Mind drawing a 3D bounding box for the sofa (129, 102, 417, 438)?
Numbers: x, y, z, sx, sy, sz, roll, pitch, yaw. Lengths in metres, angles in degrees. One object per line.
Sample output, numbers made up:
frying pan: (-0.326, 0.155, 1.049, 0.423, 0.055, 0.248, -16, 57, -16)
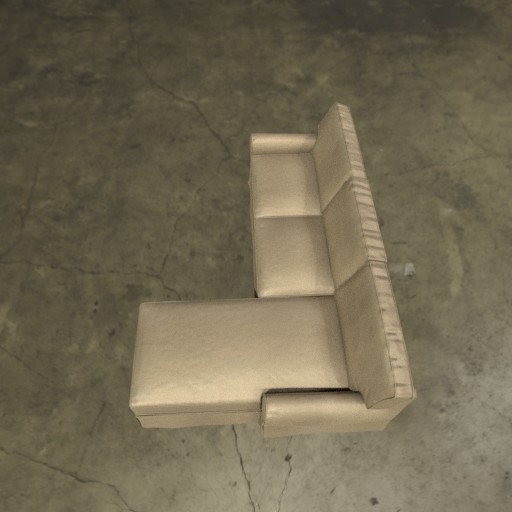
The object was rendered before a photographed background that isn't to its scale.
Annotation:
sofa: (0.000, 0.000, 3.365, 1.733, 0.978, 2.475, -2, 57, -1)
